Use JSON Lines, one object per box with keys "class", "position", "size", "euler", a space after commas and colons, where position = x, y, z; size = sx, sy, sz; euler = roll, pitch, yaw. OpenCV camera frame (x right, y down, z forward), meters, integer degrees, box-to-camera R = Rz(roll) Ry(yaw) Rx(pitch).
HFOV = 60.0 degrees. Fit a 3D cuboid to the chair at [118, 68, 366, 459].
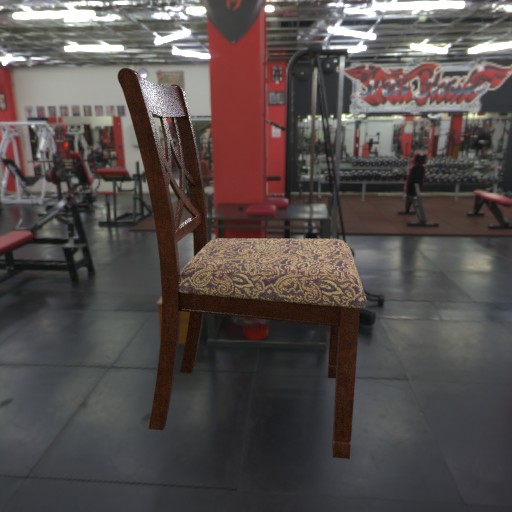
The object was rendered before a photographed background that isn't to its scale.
{"class": "chair", "position": [0.000, 0.000, 1.277], "size": [0.584, 0.965, 0.457], "euler": [2, 16, 7]}
